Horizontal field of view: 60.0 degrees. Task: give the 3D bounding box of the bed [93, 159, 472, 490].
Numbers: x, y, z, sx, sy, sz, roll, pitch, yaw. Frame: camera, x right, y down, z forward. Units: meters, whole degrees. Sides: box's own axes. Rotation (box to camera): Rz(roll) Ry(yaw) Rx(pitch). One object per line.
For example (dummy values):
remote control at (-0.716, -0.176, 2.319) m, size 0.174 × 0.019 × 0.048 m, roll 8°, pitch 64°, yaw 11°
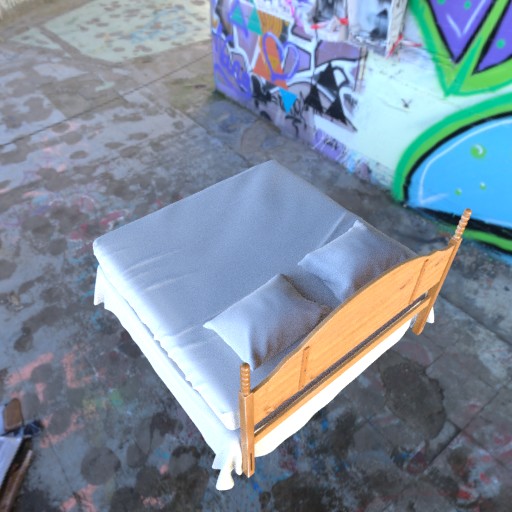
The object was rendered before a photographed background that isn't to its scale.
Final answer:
bed at (0.000, 0.000, 3.561) m, size 2.322 × 1.355 × 2.219 m, roll -29°, pitch 52°, yaw -26°
